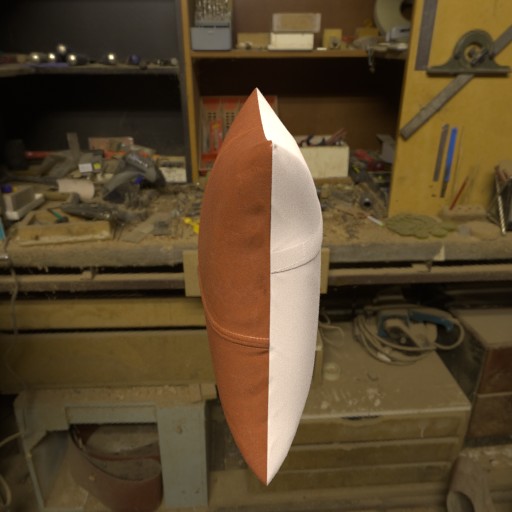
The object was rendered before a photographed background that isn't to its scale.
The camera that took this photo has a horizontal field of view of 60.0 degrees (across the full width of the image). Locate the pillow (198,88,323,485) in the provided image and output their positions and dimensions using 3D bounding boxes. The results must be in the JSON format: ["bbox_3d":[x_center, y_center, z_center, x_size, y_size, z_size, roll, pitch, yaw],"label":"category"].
[{"bbox_3d":[0.000,0.000,0.733,0.192,0.477,0.501,-1,26,-1],"label":"pillow"}]
